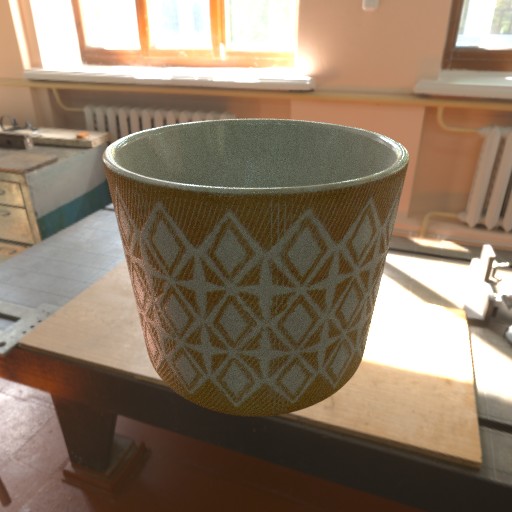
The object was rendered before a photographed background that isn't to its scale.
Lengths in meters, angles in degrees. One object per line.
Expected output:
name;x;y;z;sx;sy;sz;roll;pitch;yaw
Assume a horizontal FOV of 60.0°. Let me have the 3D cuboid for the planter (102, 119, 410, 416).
planter;0.000;0.000;0.328;0.193;0.165;0.193;0;27;0
